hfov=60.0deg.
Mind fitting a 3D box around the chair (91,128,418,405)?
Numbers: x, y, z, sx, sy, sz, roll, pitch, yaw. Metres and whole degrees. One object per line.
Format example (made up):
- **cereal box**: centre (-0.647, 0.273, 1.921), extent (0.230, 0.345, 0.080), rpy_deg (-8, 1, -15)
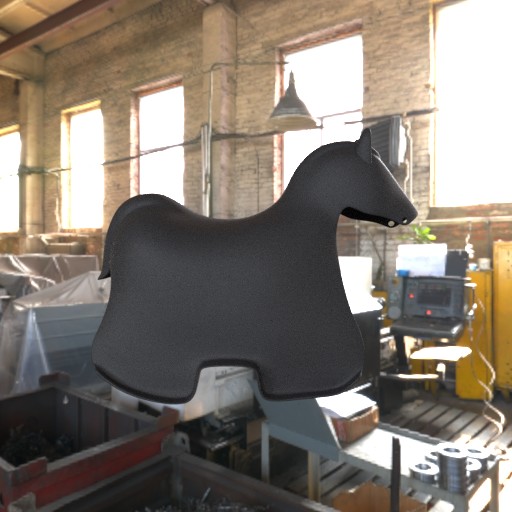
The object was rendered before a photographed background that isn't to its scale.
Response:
- **chair**: centre (0.000, 0.000, 1.115), extent (0.800, 0.612, 0.429), rpy_deg (0, 0, 1)
